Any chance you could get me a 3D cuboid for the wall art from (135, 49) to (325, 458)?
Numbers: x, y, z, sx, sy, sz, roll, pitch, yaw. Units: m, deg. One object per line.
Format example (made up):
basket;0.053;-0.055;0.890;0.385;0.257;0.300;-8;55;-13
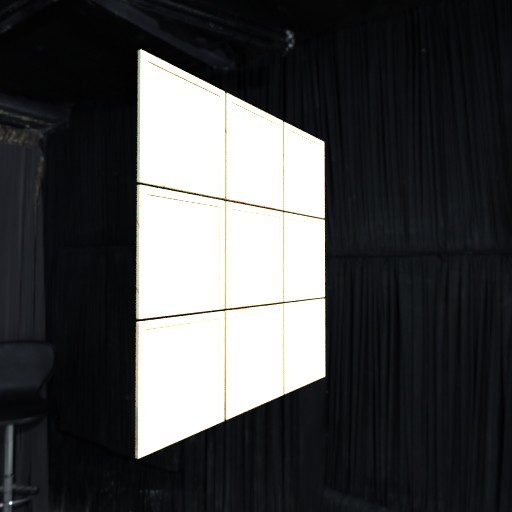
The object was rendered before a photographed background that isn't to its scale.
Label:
wall art;0.000;0.000;1.817;0.013;1.219;1.214;-1;-2;35
